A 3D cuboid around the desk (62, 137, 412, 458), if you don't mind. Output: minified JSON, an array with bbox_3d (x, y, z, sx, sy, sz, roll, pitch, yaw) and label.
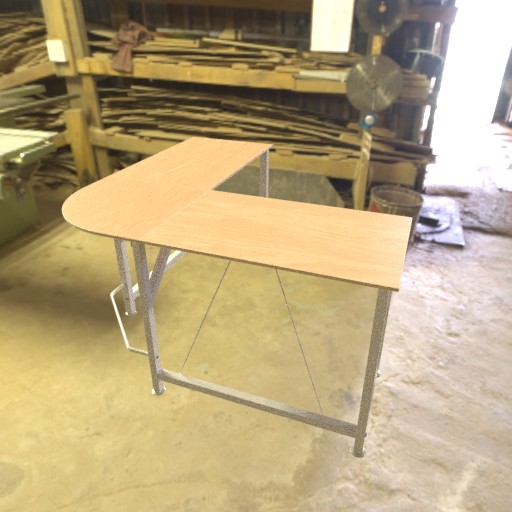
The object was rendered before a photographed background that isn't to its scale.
[{"bbox_3d":[0.000,0.000,2.222,1.400,0.762,1.400,10,30,18],"label":"desk"}]
